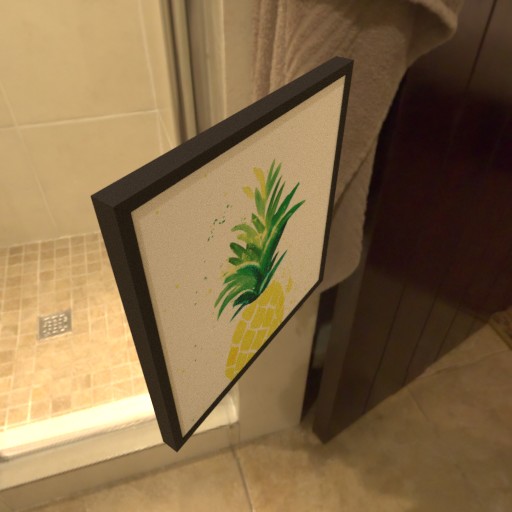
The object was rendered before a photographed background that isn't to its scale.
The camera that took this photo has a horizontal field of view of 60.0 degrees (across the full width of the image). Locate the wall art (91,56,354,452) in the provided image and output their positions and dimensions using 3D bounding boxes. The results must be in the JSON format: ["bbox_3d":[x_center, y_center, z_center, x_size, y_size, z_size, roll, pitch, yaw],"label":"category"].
[{"bbox_3d":[0.000,0.000,0.745,0.033,0.507,0.508,25,47,26],"label":"wall art"}]
